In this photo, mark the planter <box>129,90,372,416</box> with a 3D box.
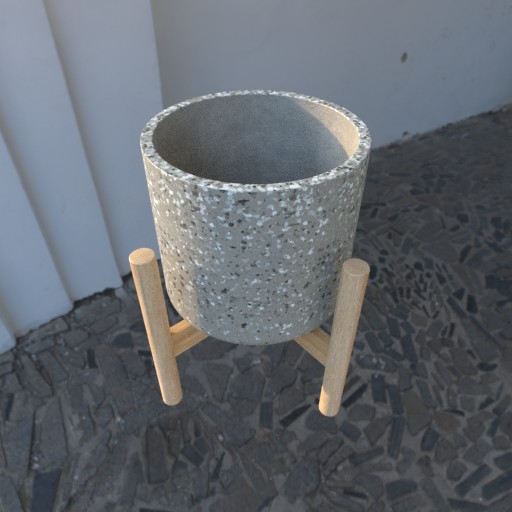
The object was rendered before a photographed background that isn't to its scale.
[{"bbox_3d":[0.000,0.000,0.536,0.284,0.320,0.284,-12,42,-14],"label":"planter"}]
